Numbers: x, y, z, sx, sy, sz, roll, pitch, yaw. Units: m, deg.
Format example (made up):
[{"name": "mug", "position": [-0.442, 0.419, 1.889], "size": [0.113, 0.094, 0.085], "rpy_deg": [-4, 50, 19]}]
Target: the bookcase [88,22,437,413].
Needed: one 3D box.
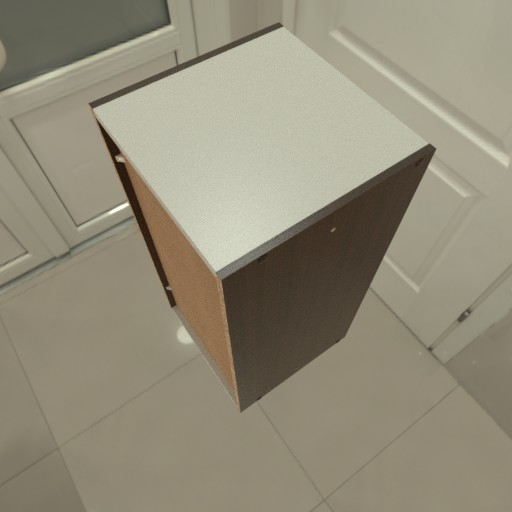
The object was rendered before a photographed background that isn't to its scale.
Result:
[{"name": "bookcase", "position": [0.000, 0.000, 0.777], "size": [0.290, 0.600, 0.300], "rpy_deg": [-31, 64, -17]}]
